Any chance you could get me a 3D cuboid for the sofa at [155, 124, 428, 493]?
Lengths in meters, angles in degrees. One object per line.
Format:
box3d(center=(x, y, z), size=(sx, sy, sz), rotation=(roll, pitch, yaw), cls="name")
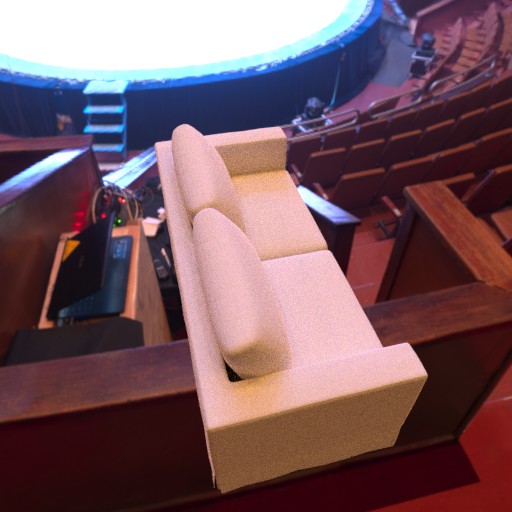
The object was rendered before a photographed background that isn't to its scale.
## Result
box3d(center=(0.000, 0.000, 2.619), size=(0.954, 0.881, 2.163), rotation=(-10, 46, -10), cls="sofa")
